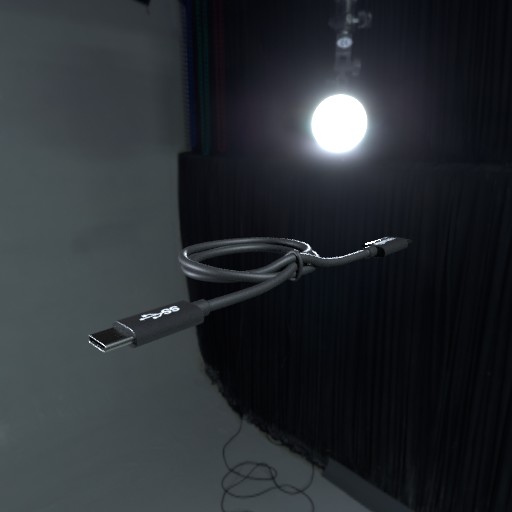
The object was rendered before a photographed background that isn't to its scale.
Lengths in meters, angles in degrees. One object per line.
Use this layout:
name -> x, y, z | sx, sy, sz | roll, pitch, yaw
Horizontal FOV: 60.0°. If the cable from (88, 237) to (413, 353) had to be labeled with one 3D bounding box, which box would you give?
cable -> 0.000, 0.000, 0.209 | 0.070, 0.014, 0.186 | 14, 21, 43
